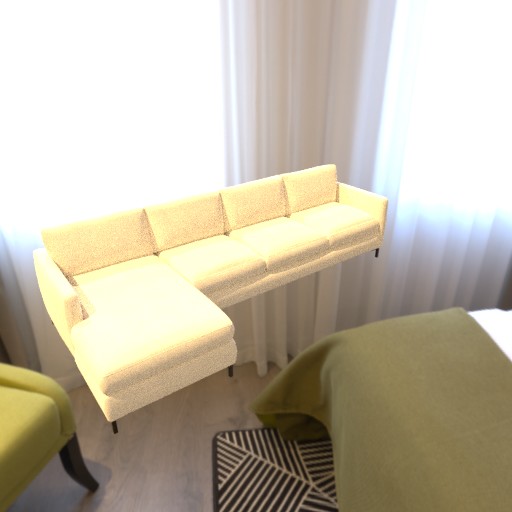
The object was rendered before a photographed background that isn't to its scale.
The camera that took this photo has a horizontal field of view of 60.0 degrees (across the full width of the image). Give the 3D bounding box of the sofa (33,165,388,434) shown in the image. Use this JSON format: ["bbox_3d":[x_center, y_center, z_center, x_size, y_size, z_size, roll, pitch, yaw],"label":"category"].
[{"bbox_3d":[0.000,0.000,3.739,3.186,0.875,1.467,-18,32,-33],"label":"sofa"}]
